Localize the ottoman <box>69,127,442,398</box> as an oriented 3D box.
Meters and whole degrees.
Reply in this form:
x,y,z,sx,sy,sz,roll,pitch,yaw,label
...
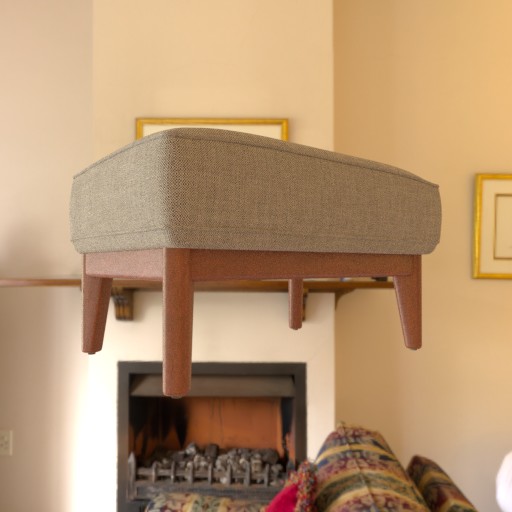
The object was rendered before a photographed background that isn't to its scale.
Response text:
x,y,z,sx,sy,sz,roll,pitch,yaw,label
0.000,0.000,1.063,0.750,0.458,0.555,1,-2,-37,ottoman
